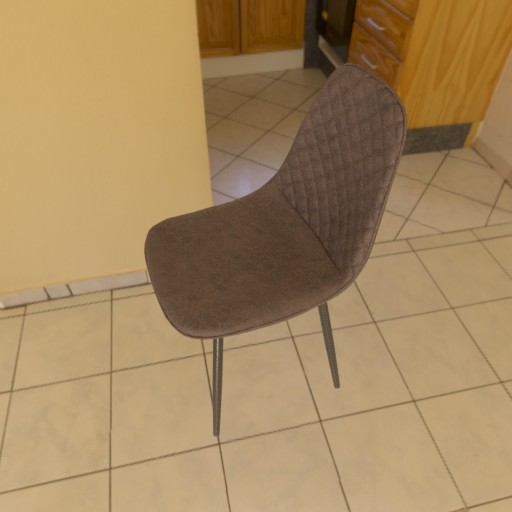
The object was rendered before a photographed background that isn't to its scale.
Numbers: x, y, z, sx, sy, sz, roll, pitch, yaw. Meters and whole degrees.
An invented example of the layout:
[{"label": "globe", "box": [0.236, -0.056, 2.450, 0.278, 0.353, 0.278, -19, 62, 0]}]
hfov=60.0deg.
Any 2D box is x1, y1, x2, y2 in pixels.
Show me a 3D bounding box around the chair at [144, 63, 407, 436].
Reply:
[{"label": "chair", "box": [0.000, 0.000, 1.183, 0.561, 0.889, 0.472, -16, 48, -15]}]
